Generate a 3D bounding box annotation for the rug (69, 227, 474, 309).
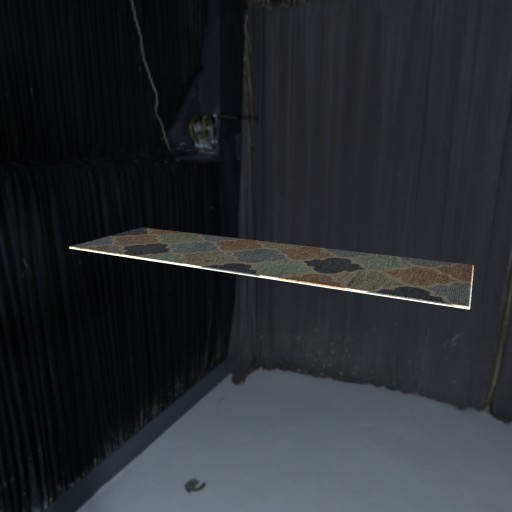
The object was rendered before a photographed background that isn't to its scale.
[{"bbox_3d":[0.000,0.000,2.592,2.287,0.011,0.687,7,17,25],"label":"rug"}]
